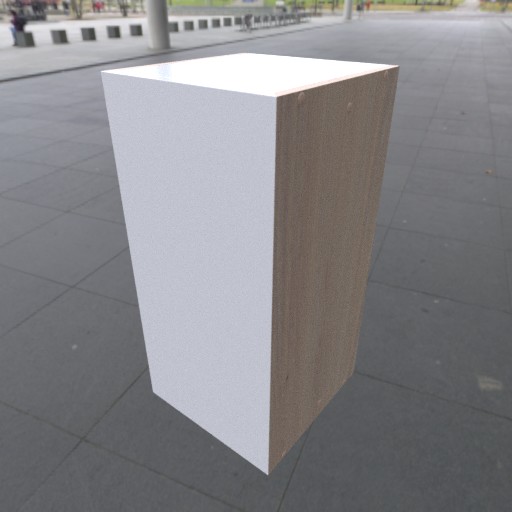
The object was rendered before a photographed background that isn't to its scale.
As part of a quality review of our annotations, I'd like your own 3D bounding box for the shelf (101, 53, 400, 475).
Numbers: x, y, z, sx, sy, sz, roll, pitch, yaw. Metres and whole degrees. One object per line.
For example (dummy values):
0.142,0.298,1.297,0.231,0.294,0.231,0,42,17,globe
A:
0.000,0.000,0.756,0.290,0.594,0.297,22,36,33,shelf
